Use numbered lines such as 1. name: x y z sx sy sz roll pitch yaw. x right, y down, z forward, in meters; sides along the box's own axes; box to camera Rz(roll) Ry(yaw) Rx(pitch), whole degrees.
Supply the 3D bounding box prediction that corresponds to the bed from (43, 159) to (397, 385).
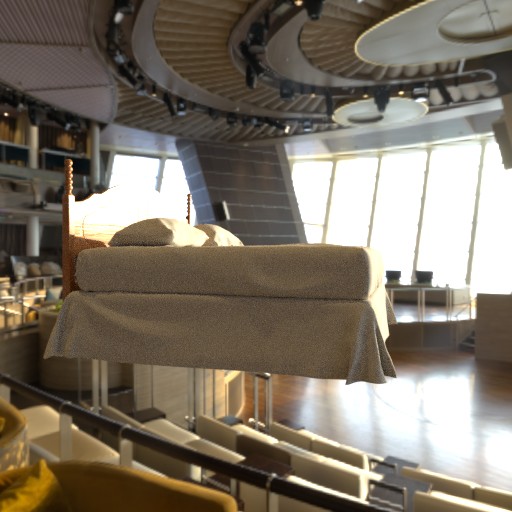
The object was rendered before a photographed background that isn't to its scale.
1. bed: 0.000 0.000 3.645 2.219 1.355 2.322 0 0 18
